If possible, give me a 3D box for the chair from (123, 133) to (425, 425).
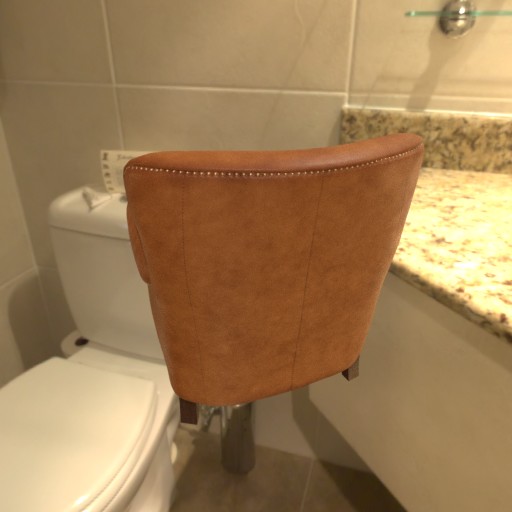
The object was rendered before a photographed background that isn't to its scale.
[{"bbox_3d":[0.000,0.000,1.593,0.861,0.936,0.921,-9,28,-18],"label":"chair"}]
